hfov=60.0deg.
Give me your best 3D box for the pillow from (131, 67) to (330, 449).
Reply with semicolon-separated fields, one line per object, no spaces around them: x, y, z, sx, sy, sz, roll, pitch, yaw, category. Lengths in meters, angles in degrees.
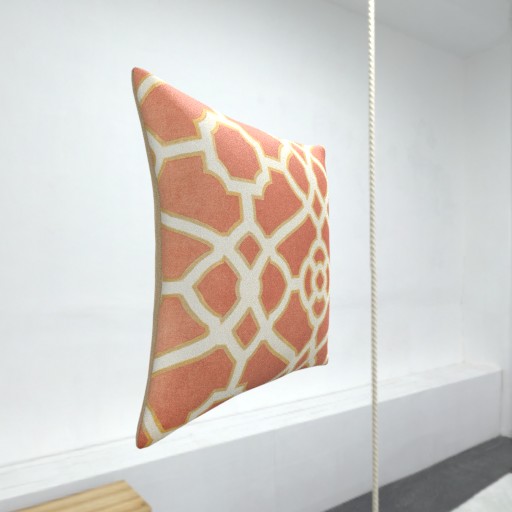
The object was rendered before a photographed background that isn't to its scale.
0.000;0.000;0.809;0.166;0.508;0.552;0;0;35;pillow
